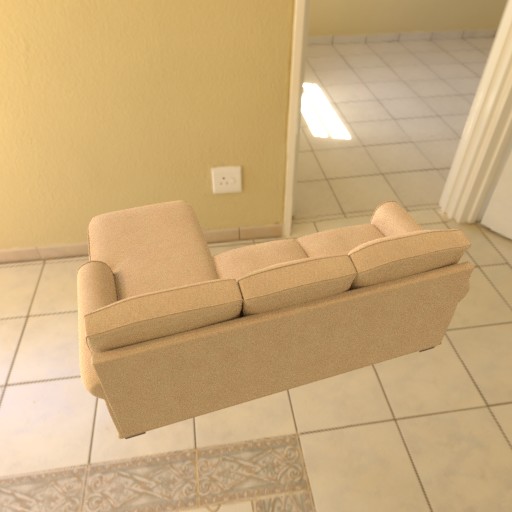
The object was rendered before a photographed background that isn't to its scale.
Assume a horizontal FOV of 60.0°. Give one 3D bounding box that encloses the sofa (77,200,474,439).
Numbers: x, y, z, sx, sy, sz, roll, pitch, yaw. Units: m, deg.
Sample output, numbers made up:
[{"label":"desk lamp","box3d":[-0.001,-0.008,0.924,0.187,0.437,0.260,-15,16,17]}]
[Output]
[{"label":"sofa","box3d":[0.000,0.000,2.328,1.770,0.734,1.226,-12,44,-13]}]
